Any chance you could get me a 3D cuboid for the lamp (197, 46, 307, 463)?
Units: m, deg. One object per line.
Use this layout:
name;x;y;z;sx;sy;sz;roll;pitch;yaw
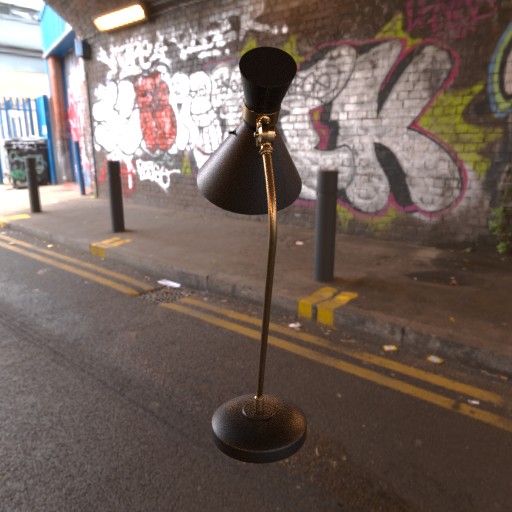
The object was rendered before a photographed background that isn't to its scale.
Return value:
lamp;0.000;0.000;0.765;0.189;0.647;0.292;-2;14;-9
